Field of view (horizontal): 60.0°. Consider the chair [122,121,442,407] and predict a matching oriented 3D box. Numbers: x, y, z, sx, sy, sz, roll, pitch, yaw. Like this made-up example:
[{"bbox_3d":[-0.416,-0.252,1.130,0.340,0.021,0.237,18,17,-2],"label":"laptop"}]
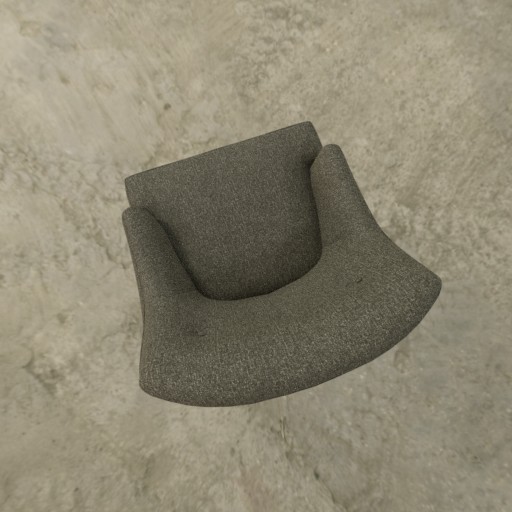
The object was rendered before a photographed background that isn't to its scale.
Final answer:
[{"bbox_3d":[0.000,0.000,1.607,0.864,0.856,0.923,-18,77,-4],"label":"chair"}]
